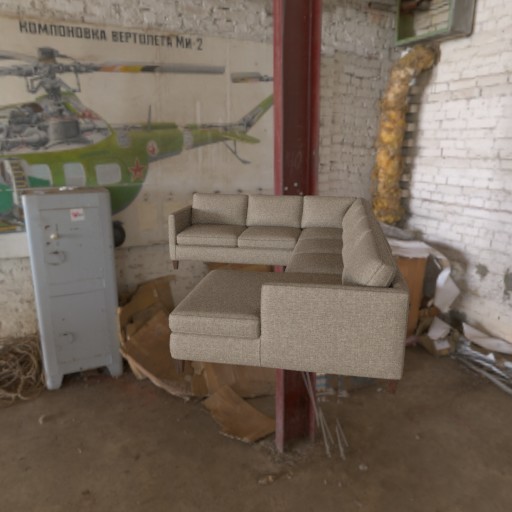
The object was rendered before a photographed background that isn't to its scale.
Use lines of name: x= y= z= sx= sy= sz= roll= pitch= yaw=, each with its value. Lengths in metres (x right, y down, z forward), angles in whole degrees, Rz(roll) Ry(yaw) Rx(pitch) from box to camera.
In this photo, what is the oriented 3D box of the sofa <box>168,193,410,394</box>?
sofa: x=0.000 y=0.000 z=4.532 sx=2.551 sy=0.889 sz=3.403 roll=3 pitch=15 yaw=10
